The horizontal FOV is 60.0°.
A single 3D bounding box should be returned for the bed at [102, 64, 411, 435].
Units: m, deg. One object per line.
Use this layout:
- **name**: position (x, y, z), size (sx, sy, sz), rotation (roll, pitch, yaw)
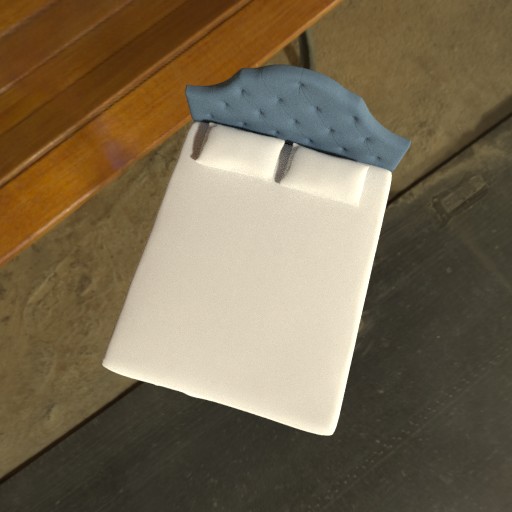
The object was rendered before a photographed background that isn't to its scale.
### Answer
- **bed**: position (0.000, 0.000, 3.652), size (2.039, 1.617, 2.477), rotation (15, 74, 4)
